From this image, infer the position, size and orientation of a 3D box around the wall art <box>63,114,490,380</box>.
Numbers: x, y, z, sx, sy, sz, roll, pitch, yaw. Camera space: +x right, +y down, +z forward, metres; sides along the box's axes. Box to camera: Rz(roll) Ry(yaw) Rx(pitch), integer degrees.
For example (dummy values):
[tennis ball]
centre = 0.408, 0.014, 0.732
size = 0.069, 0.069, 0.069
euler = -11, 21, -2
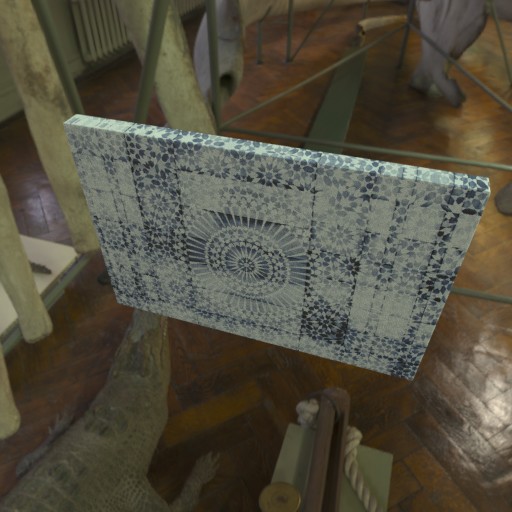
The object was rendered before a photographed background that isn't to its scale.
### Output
[wall art]
centre = 0.000, 0.000, 1.126
size = 0.911, 0.608, 0.057
euler = 12, 43, 13
